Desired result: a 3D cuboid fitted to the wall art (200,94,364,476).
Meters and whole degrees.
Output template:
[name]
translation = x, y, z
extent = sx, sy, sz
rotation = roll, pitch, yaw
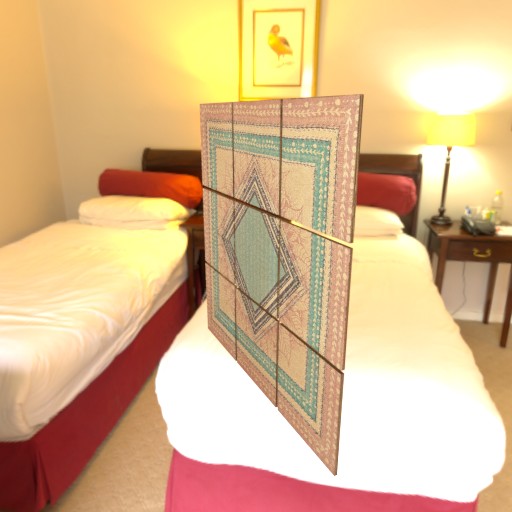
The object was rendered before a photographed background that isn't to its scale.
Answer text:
[wall art]
translation = 0.000, 0.000, 1.832
extent = 0.013, 1.213, 1.215
rotation = -9, 20, -25
